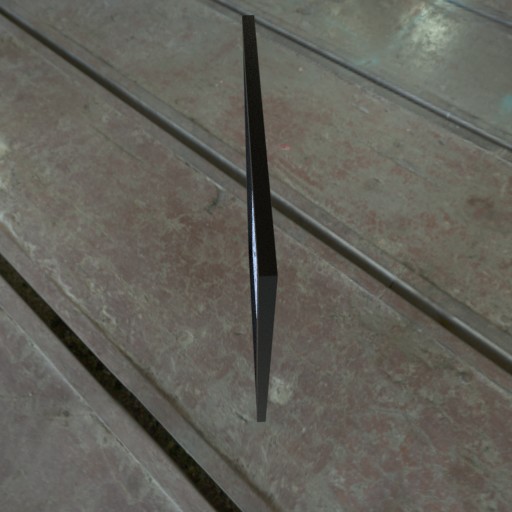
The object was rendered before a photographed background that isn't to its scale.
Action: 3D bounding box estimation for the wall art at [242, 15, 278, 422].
[{"bbox_3d":[0.000,0.000,0.835,0.019,0.656,0.462,-3,58,-2],"label":"wall art"}]
